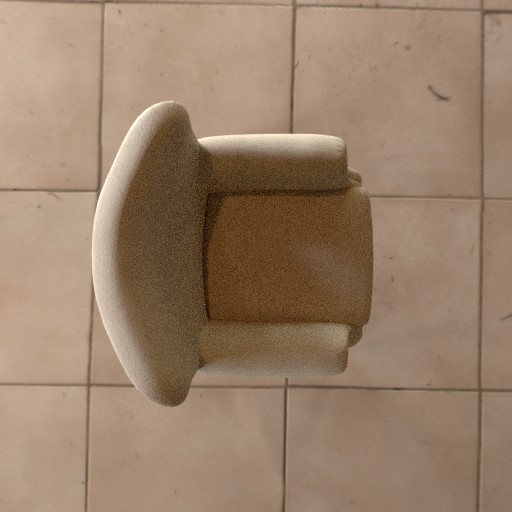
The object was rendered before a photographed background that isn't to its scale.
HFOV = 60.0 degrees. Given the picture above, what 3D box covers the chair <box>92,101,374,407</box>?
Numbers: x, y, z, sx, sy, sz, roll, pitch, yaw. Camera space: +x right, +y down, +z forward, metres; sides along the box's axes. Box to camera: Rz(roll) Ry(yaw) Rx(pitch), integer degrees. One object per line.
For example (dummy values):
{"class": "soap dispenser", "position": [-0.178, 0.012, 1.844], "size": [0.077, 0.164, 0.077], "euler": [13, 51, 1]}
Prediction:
{"class": "chair", "position": [0.000, 0.000, 1.661], "size": [0.921, 0.936, 0.861], "euler": [0, 89, -1]}
